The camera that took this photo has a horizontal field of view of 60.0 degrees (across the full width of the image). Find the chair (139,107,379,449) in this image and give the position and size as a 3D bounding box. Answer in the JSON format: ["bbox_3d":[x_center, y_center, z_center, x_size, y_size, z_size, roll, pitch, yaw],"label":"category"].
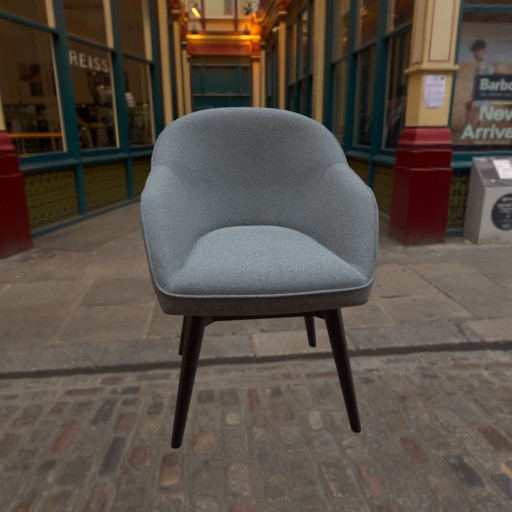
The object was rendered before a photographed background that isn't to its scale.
[{"bbox_3d":[0.000,0.000,1.244,0.589,0.810,0.611,-2,17,-7],"label":"chair"}]
